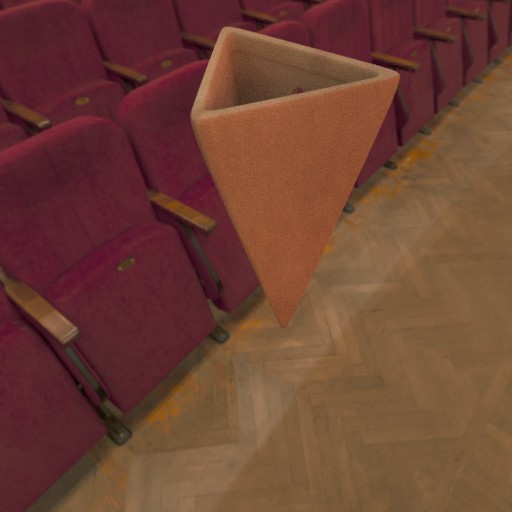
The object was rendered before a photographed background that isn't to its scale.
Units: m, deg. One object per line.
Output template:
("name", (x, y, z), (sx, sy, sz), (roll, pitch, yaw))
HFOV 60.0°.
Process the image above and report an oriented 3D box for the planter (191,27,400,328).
("planter", (0.000, 0.000, 0.271), (0.101, 0.224, 0.081), (29, 51, 26))
